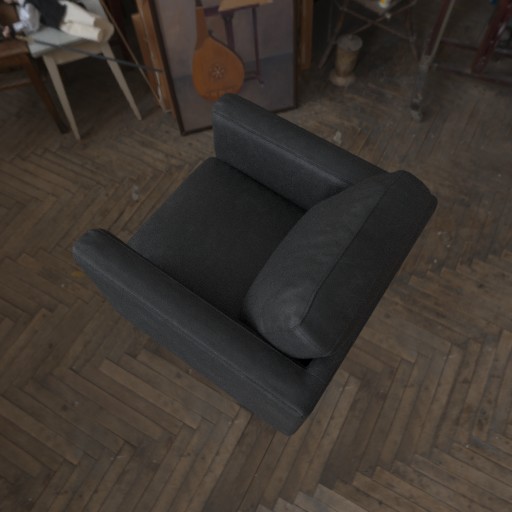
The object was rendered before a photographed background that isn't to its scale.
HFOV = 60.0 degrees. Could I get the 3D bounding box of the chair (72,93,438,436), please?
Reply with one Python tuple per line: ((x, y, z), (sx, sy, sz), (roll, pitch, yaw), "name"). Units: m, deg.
((0.000, 0.000, 1.578), (0.879, 0.898, 0.831), (32, 68, 15), "chair")
